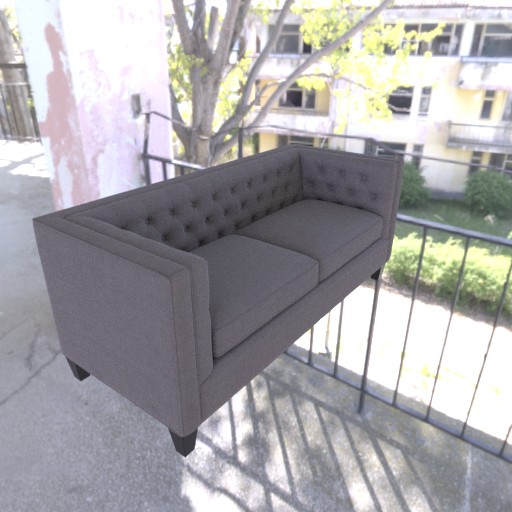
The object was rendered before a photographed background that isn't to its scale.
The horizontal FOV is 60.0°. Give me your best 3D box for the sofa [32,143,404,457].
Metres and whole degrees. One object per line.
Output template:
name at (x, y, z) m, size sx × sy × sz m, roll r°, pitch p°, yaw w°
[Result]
sofa at (0.000, 0.000, 2.240) m, size 0.775 × 0.762 × 1.778 m, roll 18°, pitch 31°, yaw 33°
